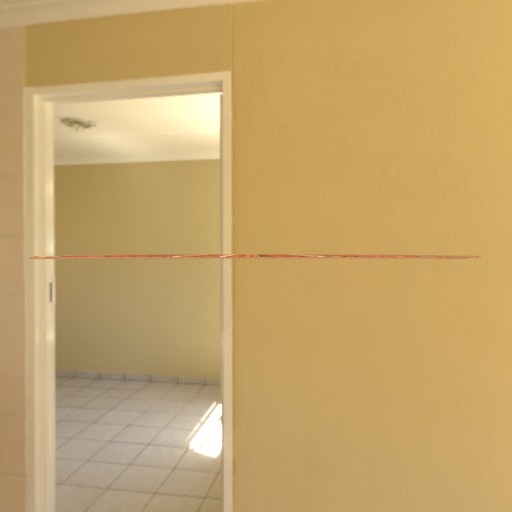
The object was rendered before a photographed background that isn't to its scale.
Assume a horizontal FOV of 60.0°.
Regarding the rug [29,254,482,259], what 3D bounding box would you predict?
[{"bbox_3d":[0.000,0.000,4.227,3.092,0.023,2.479,0,0,0],"label":"rug"}]
